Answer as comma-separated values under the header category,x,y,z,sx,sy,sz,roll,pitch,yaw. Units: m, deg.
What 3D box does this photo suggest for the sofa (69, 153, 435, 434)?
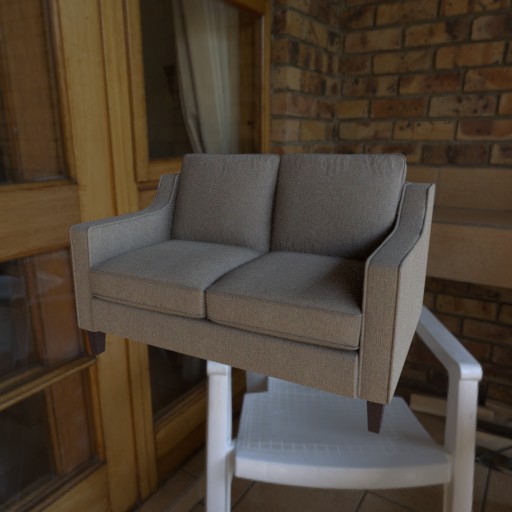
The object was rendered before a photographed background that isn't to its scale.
category,x,y,z,sx,sy,sz,roll,pitch,yaw
sofa,0.000,0.000,2.173,1.503,0.981,0.985,7,17,25
